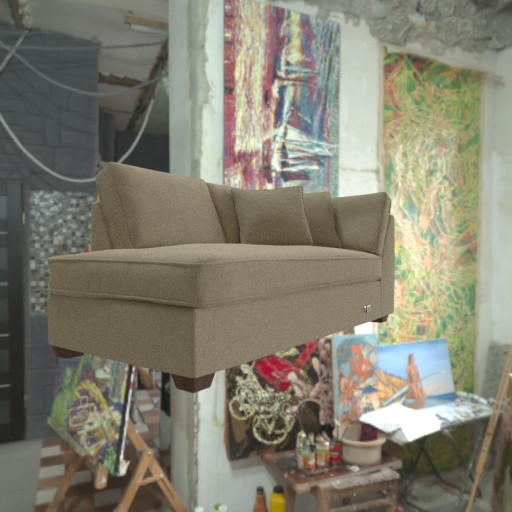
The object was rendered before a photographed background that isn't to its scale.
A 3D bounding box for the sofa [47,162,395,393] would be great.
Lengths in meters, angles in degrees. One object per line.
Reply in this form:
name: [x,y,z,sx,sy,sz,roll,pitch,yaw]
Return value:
sofa: [0.000,0.000,2.853,1.110,1.033,2.237,1,1,37]
